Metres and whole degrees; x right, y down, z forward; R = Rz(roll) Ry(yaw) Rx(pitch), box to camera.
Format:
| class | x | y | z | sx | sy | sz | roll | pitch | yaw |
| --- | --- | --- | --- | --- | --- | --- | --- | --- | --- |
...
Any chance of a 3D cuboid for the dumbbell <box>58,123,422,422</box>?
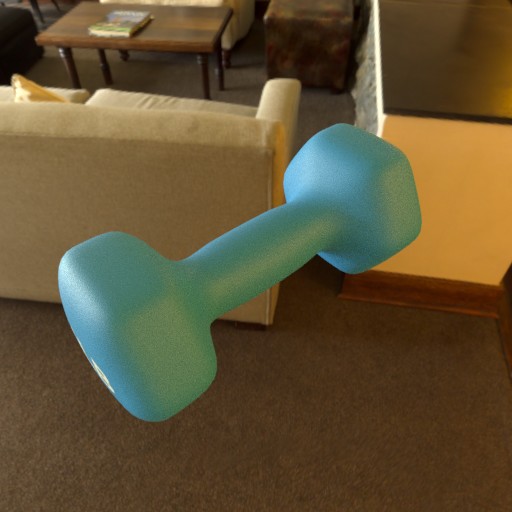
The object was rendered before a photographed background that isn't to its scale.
| class | x | y | z | sx | sy | sz | roll | pitch | yaw |
| --- | --- | --- | --- | --- | --- | --- | --- | --- | --- |
| dumbbell | 0.000 | 0.000 | 0.187 | 0.152 | 0.066 | 0.074 | -30 | 52 | -26 |
